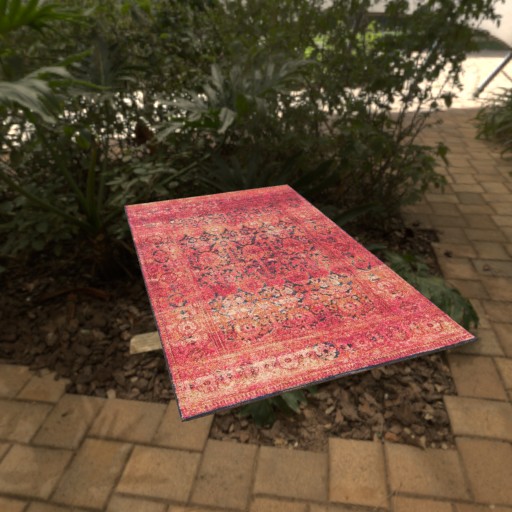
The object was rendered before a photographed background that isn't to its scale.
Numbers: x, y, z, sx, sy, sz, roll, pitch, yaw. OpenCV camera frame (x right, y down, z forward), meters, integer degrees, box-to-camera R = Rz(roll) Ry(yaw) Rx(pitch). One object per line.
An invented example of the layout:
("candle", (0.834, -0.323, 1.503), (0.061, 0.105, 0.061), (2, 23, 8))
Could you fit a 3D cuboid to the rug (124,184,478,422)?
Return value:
("rug", (0.000, 0.000, 3.052), (1.539, 0.018, 2.449), (-10, 31, -17))
